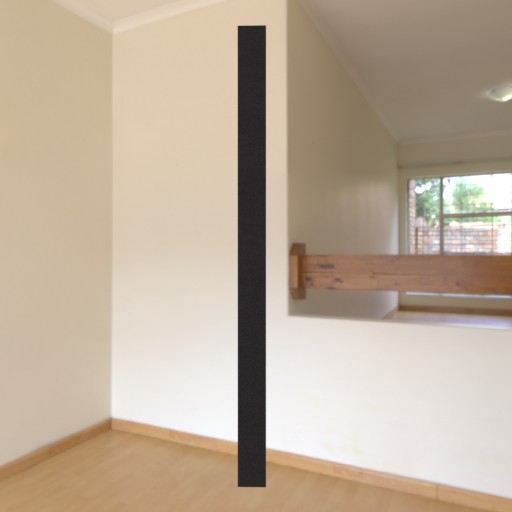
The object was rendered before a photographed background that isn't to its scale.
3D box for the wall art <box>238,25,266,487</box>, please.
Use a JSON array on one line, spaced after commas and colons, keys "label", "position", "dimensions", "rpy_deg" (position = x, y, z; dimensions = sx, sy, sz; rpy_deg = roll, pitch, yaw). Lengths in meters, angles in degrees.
[{"label": "wall art", "position": [0.000, 0.000, 0.758], "dimensions": [0.034, 0.552, 0.455], "rpy_deg": [0, 0, 1]}]
